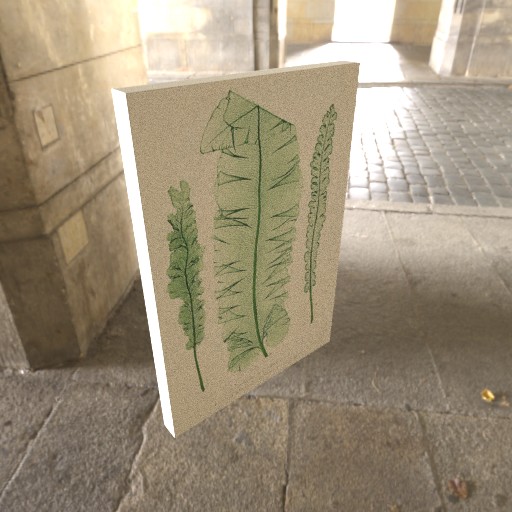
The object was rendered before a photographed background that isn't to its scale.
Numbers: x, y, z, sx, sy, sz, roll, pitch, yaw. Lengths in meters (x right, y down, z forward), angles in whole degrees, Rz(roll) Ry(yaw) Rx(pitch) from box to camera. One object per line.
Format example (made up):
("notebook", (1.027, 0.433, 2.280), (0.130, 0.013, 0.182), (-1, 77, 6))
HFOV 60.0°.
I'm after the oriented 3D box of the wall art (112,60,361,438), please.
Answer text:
("wall art", (0.000, 0.000, 0.790), (0.418, 0.608, 0.038), (-23, 38, -33))
